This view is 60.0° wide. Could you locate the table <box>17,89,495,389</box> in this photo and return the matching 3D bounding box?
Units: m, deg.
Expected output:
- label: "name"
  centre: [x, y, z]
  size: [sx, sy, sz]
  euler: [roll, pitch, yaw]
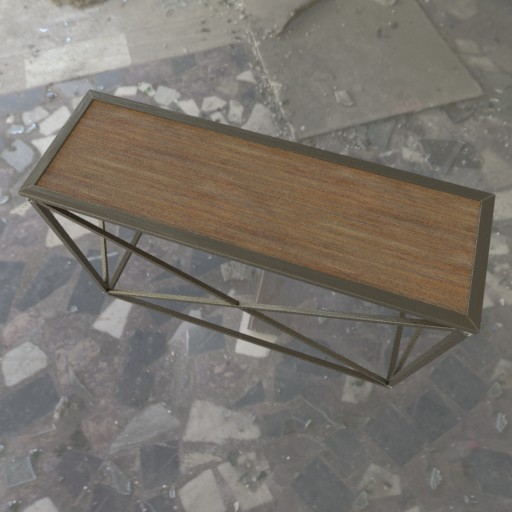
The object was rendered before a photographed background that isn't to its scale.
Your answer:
- label: "table"
  centre: [0.000, 0.000, 1.521]
  size: [1.216, 0.753, 0.402]
  euler: [17, 65, 8]
